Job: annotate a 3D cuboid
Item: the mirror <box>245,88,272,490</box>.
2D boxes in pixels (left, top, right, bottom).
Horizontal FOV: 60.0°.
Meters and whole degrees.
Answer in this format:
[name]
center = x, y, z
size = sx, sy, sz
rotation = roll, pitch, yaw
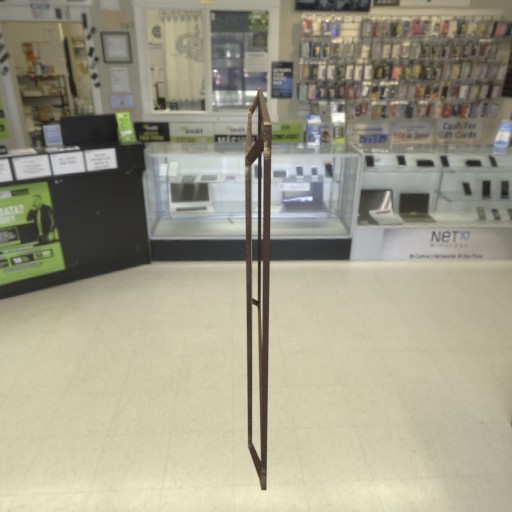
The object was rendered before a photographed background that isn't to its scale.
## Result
[mirror]
center = 0.000, 0.000, 0.915
size = 0.032, 0.610, 0.610
rotation = 0, 24, 0
